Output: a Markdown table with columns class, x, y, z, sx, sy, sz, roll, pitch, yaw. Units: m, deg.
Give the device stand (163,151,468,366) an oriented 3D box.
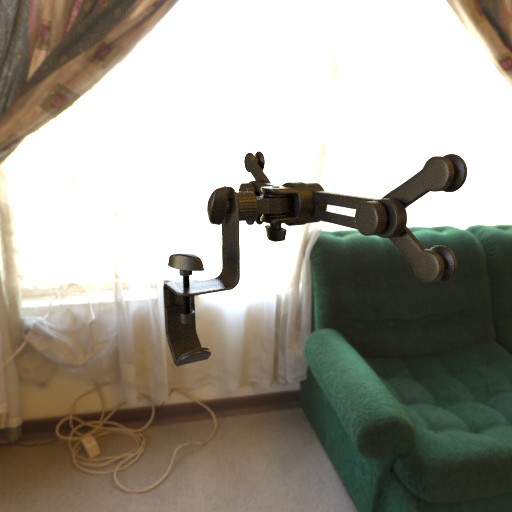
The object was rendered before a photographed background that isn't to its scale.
| class | x | y | z | sx | sy | sz | roll | pitch | yaw |
| --- | --- | --- | --- | --- | --- | --- | --- | --- | --- |
| device stand | 0.000 | 0.000 | 0.364 | 0.142 | 0.166 | 0.270 | -7 | 15 | -27 |
